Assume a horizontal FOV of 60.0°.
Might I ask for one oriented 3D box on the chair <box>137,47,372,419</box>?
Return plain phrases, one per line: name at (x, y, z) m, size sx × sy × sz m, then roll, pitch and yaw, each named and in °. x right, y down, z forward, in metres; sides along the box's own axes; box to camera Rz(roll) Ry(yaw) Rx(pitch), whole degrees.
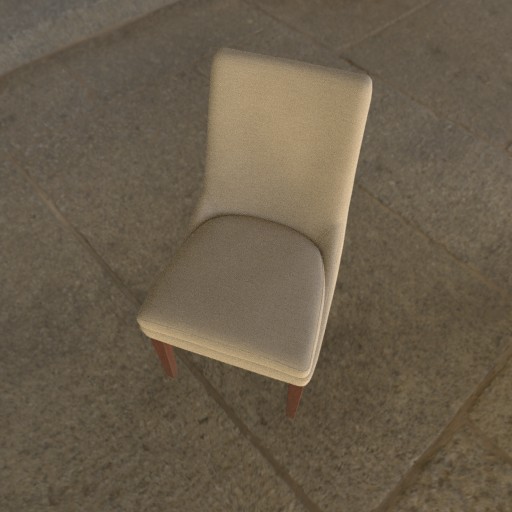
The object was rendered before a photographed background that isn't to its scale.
chair at (0.000, 0.000, 1.343) m, size 0.515 × 0.940 × 0.638 m, roll 16°, pitch 58°, yaw 10°
